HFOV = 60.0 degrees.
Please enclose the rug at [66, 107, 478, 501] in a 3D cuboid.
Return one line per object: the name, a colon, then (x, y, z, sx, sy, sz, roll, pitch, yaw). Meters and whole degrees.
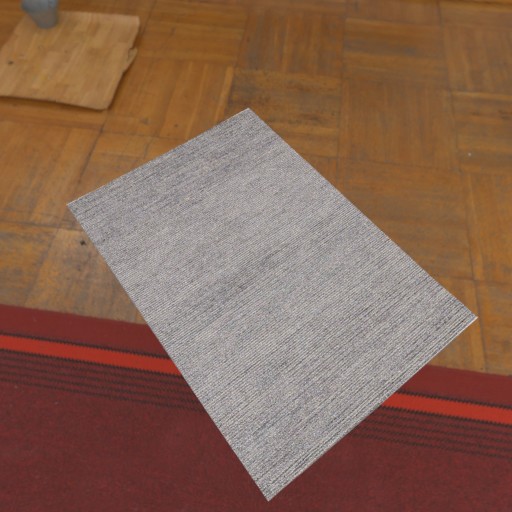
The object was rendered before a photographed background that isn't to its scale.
rug: (0.000, 0.000, 2.879, 1.604, 0.030, 2.307, -33, 65, -18)
